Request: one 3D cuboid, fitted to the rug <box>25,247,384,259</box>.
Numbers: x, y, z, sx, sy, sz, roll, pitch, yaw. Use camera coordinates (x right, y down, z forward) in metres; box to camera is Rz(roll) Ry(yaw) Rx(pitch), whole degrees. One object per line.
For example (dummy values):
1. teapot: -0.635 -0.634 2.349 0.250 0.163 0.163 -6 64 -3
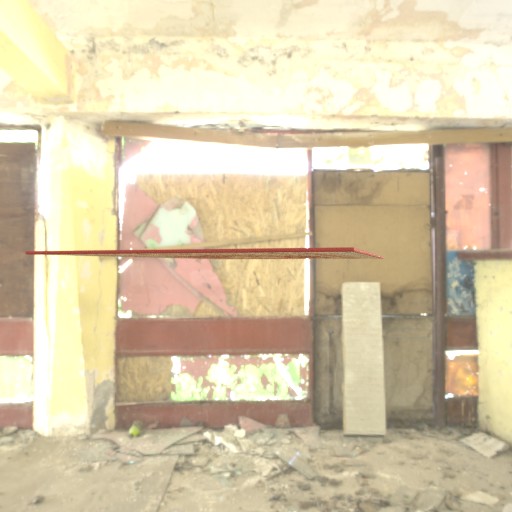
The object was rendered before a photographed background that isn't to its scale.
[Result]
1. rug: 0.000 0.000 2.301 1.194 0.013 1.802 0 -1 19
